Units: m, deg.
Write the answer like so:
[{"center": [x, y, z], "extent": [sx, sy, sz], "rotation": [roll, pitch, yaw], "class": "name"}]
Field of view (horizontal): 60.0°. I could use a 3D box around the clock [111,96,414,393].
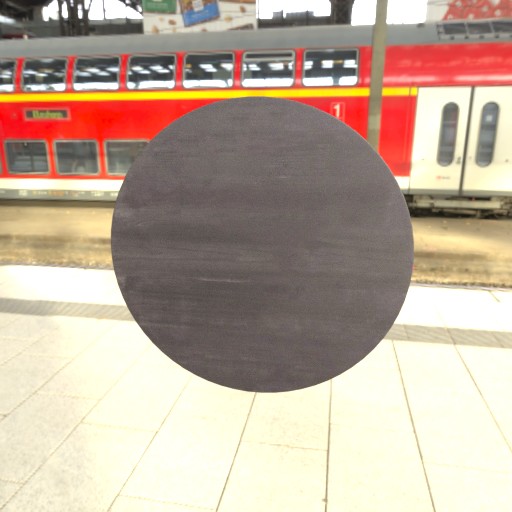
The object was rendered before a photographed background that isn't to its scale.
[{"center": [0.000, 0.000, 0.879], "extent": [0.595, 0.595, 0.029], "rotation": [2, 16, 8], "class": "clock"}]
